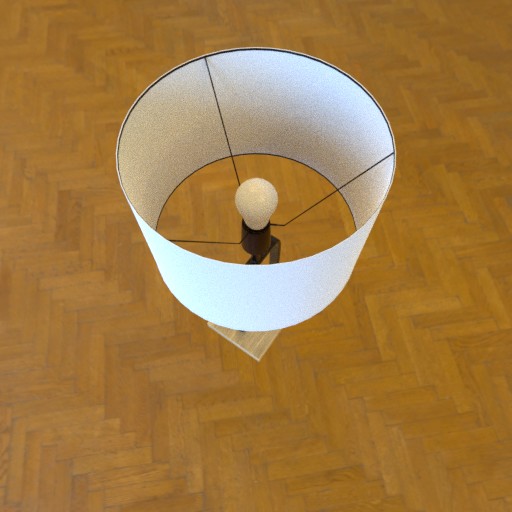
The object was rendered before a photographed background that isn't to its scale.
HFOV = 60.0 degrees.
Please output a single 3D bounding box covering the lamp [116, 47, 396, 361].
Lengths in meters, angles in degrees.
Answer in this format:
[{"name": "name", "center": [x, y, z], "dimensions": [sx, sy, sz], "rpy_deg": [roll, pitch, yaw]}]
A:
[{"name": "lamp", "center": [0.000, 0.000, 0.671], "dimensions": [0.279, 0.508, 0.279], "rpy_deg": [32, 67, 15]}]
